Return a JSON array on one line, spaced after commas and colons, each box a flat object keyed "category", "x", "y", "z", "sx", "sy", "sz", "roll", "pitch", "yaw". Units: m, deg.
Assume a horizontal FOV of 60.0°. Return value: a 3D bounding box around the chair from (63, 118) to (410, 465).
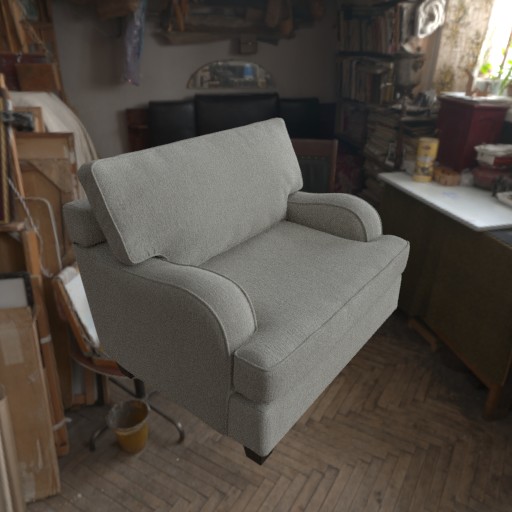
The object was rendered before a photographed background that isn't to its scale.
[{"category": "chair", "x": 0.000, "y": 0.000, "z": 2.016, "sx": 1.041, "sy": 1.016, "sz": 1.220, "roll": 19, "pitch": 32, "yaw": 33}]
